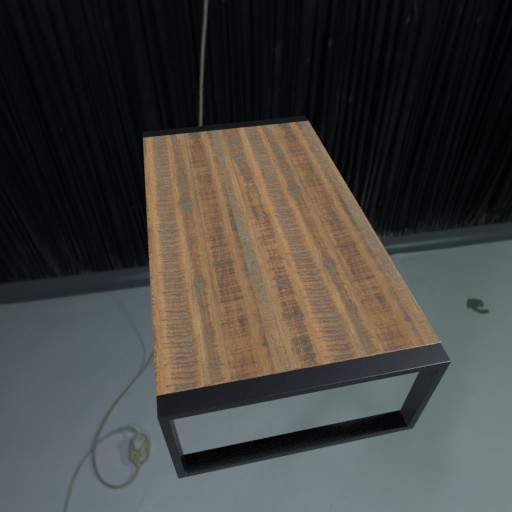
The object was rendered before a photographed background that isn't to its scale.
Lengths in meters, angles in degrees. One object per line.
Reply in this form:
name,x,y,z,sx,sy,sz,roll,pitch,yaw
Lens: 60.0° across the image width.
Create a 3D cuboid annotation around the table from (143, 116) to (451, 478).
table,0.000,0.000,1.697,0.750,0.400,1.350,-8,45,-8
